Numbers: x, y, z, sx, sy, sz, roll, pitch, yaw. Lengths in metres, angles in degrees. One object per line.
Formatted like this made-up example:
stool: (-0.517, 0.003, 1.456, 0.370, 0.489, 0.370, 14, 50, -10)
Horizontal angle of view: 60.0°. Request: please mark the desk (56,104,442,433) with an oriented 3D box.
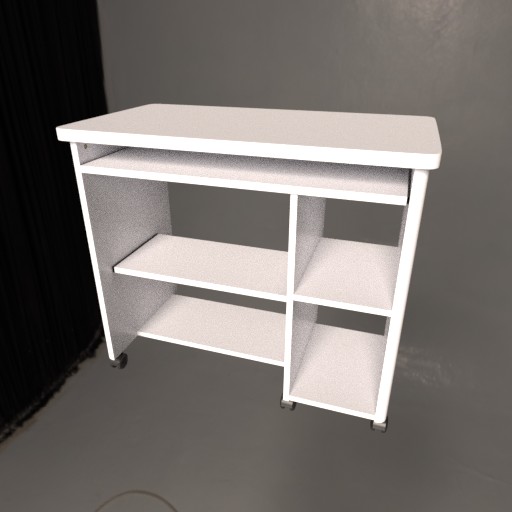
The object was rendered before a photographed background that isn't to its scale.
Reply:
desk: (0.000, 0.000, 1.301, 0.877, 0.763, 0.475, 8, 27, 16)
